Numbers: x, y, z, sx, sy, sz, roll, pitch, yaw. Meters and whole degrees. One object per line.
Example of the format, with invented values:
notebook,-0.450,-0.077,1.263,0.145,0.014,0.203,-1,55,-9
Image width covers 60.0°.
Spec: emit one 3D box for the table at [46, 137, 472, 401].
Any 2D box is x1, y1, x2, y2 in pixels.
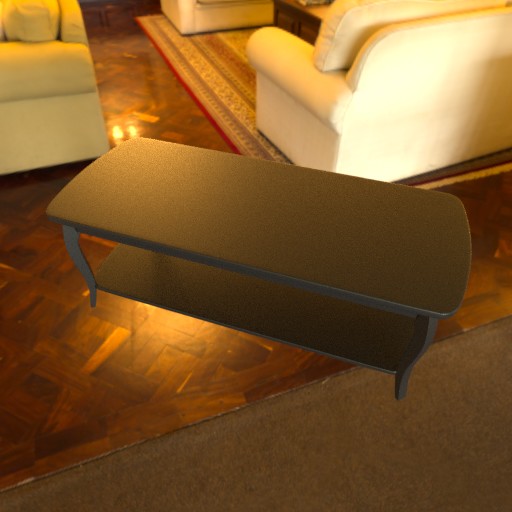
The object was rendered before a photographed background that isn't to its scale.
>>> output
table,0.000,0.000,1.608,1.333,0.457,0.571,14,44,15
